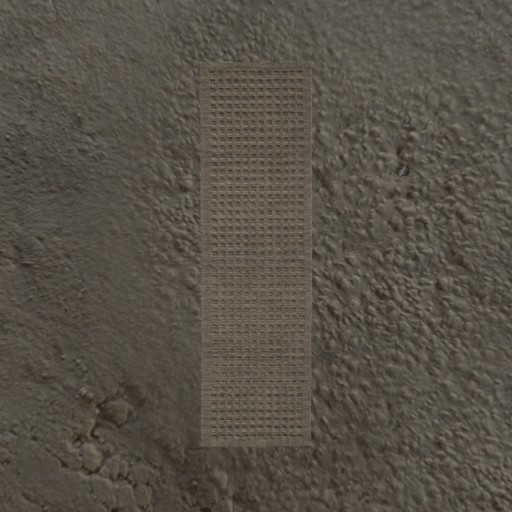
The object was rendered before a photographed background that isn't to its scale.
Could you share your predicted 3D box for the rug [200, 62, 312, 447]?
[{"bbox_3d":[0.000,0.000,2.812,0.706,0.009,2.443,0,91,0],"label":"rug"}]
